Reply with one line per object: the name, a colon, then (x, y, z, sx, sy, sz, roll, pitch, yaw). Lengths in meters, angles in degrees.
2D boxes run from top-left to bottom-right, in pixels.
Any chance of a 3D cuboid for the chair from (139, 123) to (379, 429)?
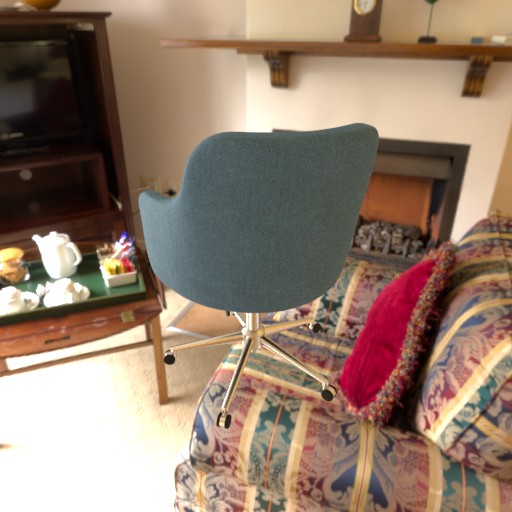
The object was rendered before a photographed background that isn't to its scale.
chair: (0.000, 0.000, 1.268, 0.599, 0.820, 0.655, -9, 29, -16)
